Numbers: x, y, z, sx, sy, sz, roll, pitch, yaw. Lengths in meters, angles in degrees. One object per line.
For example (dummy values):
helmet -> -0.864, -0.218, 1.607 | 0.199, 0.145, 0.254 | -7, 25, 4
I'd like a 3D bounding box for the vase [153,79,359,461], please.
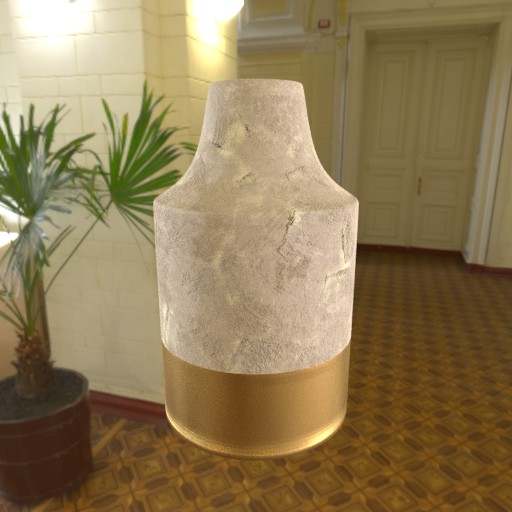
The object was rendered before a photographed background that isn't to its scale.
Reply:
vase -> 0.000, 0.000, 0.419 | 0.184, 0.305, 0.184 | 0, 15, 0
